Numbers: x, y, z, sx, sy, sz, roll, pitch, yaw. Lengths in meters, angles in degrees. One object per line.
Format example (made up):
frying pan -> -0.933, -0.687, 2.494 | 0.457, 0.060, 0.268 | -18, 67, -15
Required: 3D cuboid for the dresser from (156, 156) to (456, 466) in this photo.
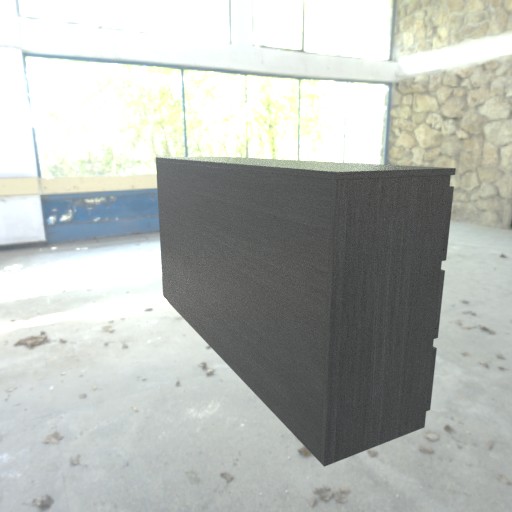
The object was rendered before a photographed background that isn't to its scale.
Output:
dresser -> 0.000, 0.000, 1.894 | 0.400, 0.795, 1.590 | -7, 16, -26
